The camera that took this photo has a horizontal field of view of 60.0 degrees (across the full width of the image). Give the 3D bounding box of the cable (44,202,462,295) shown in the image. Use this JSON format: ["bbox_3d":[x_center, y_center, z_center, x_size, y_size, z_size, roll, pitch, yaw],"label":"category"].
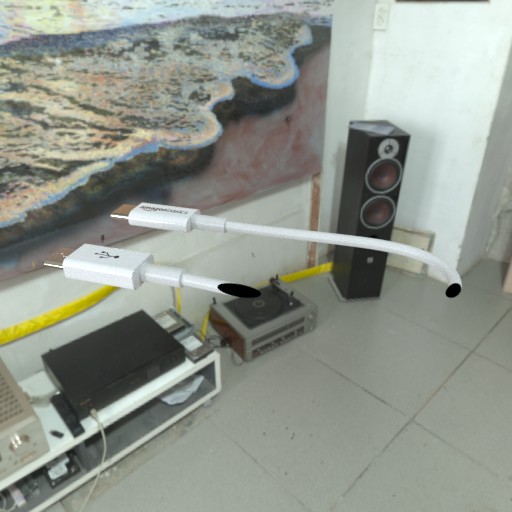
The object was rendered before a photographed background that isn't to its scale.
[{"bbox_3d":[0.000,0.000,0.114,0.098,0.006,0.040,8,31,14],"label":"cable"}]
